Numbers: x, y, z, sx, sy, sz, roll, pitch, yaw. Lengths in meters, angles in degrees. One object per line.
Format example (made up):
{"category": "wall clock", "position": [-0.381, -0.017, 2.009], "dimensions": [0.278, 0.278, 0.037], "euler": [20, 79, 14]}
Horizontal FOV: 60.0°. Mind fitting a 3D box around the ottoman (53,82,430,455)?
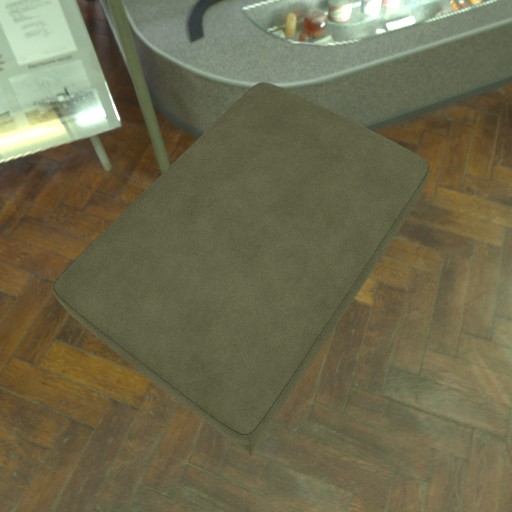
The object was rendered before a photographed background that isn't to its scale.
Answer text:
{"category": "ottoman", "position": [0.000, 0.000, 1.238], "dimensions": [0.584, 0.483, 0.864], "euler": [32, 66, 16]}
